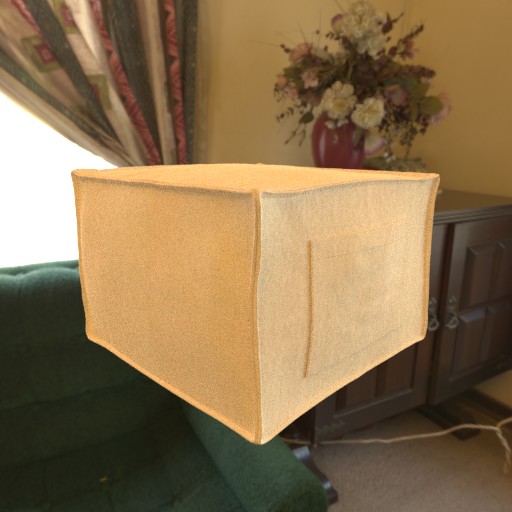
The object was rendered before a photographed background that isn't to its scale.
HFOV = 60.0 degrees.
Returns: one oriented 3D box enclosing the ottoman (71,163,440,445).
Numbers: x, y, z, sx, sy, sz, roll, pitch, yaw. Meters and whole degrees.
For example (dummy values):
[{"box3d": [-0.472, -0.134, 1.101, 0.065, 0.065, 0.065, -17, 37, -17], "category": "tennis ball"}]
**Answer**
[{"box3d": [0.000, 0.000, 1.170, 0.696, 0.470, 0.707, 14, 19, 43], "category": "ottoman"}]
